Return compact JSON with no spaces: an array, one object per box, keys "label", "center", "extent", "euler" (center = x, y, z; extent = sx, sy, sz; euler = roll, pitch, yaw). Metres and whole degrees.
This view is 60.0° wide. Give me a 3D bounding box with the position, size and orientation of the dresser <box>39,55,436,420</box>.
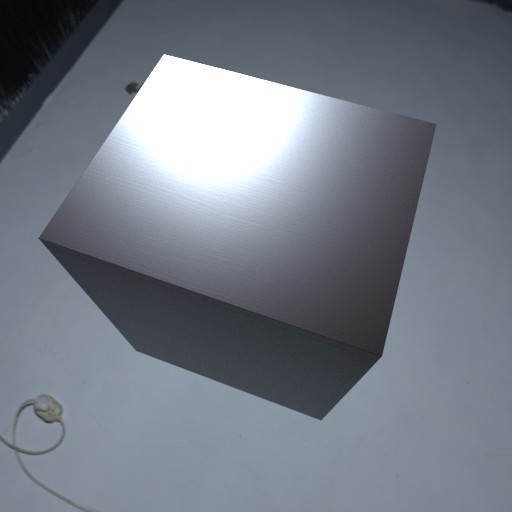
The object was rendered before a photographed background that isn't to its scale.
[{"label":"dresser","center":[0.000,0.000,0.763],"extent":[0.400,0.470,0.360],"euler":[18,64,9]}]
